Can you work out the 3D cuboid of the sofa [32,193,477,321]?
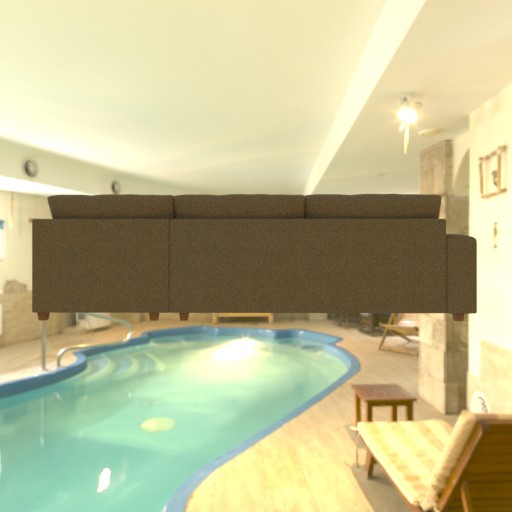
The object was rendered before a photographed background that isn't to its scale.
[{"bbox_3d":[0.000,0.000,4.700,3.277,0.965,2.895,0,0,1],"label":"sofa"}]
